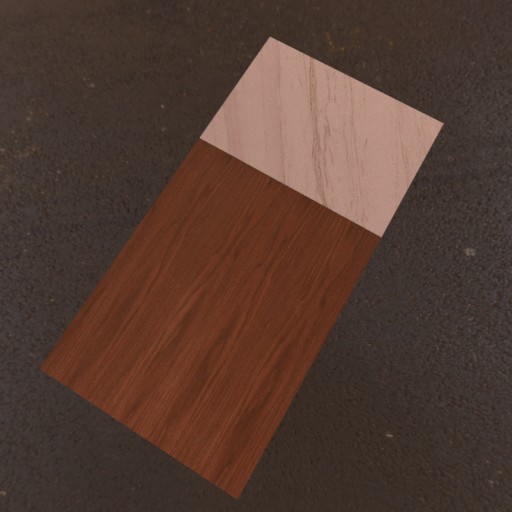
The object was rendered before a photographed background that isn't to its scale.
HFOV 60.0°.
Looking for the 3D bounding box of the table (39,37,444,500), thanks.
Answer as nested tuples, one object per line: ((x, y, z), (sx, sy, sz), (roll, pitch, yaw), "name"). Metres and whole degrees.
((0.000, 0.000, 1.888), (0.789, 0.551, 1.553), (30, 77, 7), "table")
